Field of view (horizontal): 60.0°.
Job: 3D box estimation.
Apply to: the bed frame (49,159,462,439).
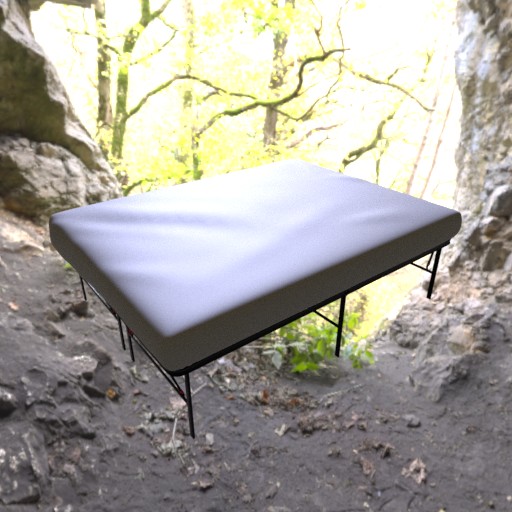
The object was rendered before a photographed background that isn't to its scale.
[{"bbox_3d":[0.000,0.000,2.884,2.151,0.667,1.584,-20,34,-33],"label":"bed frame"}]
